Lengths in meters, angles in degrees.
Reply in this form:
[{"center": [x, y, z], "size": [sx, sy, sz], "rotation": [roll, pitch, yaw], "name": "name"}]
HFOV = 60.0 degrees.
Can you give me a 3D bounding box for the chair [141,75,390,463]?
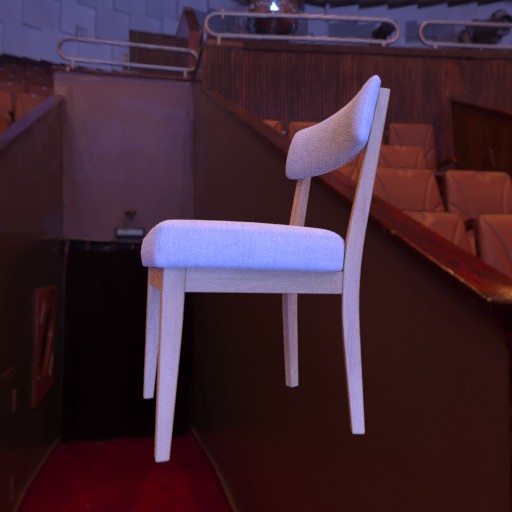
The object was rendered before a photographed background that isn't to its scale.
[{"center": [0.000, 0.000, 1.173], "size": [0.572, 0.832, 0.508], "rotation": [0, -1, -17], "name": "chair"}]
